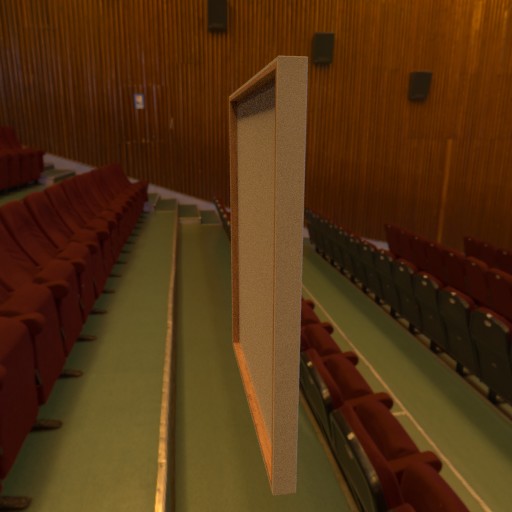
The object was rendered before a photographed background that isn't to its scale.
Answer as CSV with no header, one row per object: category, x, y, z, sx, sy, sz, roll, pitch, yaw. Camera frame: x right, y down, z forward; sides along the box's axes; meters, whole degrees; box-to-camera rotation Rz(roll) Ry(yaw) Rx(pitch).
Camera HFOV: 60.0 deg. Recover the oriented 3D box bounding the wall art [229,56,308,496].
wall art,0.000,0.000,0.828,0.037,0.606,0.508,-3,15,-10
